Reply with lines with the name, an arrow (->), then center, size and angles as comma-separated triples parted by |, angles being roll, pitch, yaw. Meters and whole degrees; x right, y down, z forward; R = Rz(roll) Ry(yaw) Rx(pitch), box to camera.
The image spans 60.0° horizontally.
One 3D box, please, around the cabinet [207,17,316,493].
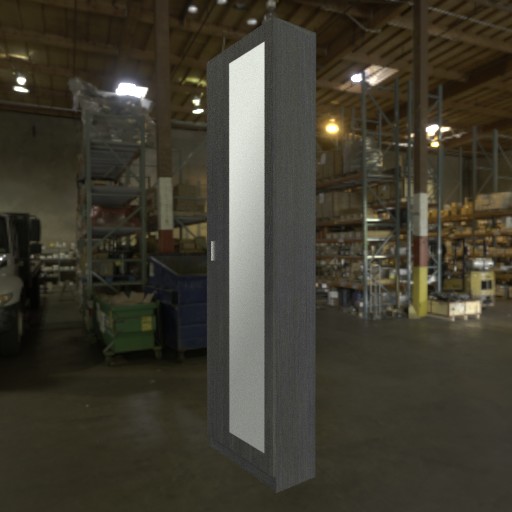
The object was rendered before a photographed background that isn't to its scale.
cabinet -> 0.000, 0.000, 1.922 | 0.230, 1.790, 0.500 | -1, 1, -36
